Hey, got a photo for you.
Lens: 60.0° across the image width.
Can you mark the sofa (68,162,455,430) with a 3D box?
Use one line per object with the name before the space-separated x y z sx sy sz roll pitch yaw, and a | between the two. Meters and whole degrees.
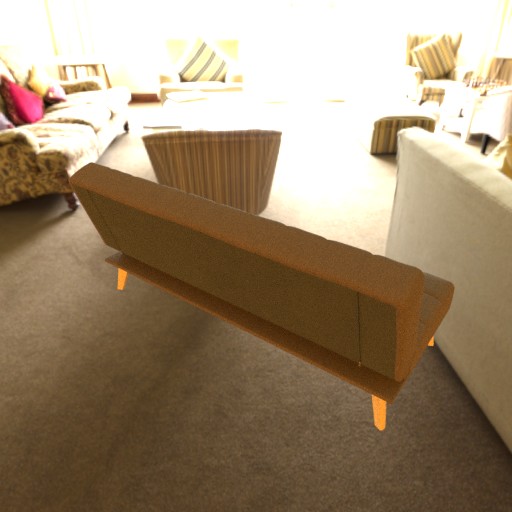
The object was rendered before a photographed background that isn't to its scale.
sofa | 0.000 0.000 2.287 1.800 0.810 0.860 21 37 31
